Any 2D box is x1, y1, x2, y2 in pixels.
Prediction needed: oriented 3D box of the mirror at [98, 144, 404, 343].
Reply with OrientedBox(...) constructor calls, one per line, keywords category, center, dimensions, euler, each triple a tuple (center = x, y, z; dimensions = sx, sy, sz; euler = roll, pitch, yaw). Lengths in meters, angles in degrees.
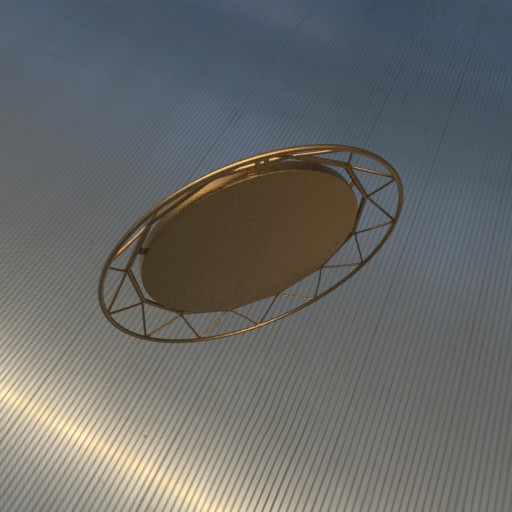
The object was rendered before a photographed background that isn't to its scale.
OrientedBox(category="mirror", center=(0.000, 0.000, 0.656), dimensions=(0.454, 0.454, 0.043), euler=(-18, 60, -11))
